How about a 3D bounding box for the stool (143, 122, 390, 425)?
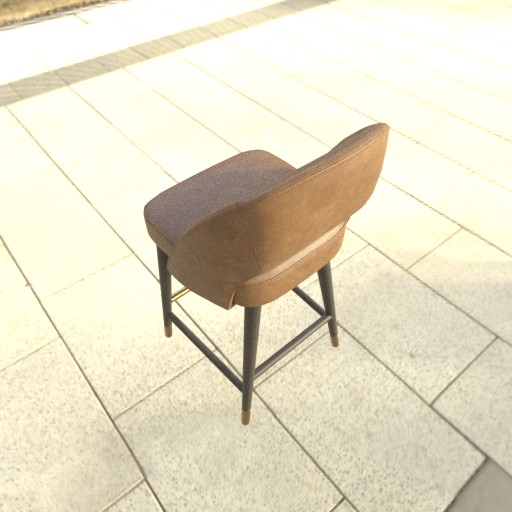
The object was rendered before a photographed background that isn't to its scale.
[{"bbox_3d":[0.000,0.000,1.256,0.494,0.940,0.509,-33,55,-27],"label":"stool"}]
